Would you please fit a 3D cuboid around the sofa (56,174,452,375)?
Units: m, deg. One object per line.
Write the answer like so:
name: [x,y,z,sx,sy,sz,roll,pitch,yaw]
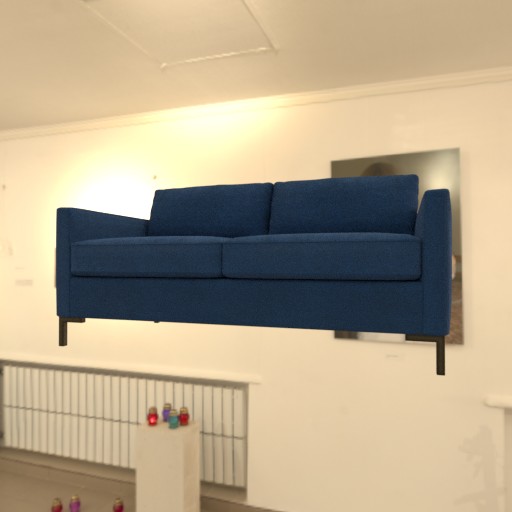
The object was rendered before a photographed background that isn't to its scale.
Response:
sofa: [0.000,0.000,2.125,1.676,0.817,0.875,0,-1,19]
